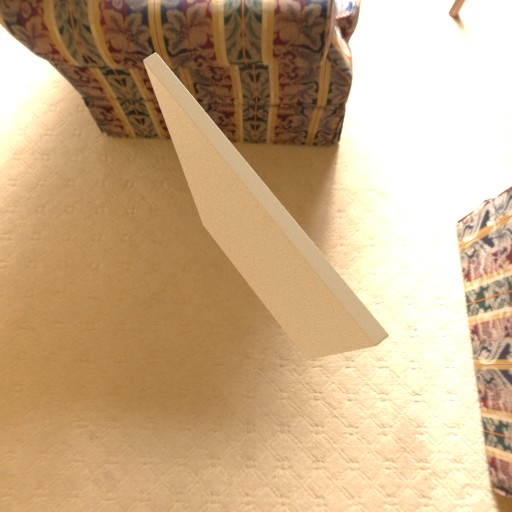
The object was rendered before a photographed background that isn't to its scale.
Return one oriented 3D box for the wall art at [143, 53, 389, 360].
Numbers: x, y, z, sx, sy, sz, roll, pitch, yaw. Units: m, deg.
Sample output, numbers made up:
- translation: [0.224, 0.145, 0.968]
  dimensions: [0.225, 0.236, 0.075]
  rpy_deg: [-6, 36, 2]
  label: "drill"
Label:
- translation: [0.000, 0.000, 1.507]
  dimensions: [0.038, 1.183, 0.808]
  rpy_deg: [-36, 78, -9]
  label: "wall art"
